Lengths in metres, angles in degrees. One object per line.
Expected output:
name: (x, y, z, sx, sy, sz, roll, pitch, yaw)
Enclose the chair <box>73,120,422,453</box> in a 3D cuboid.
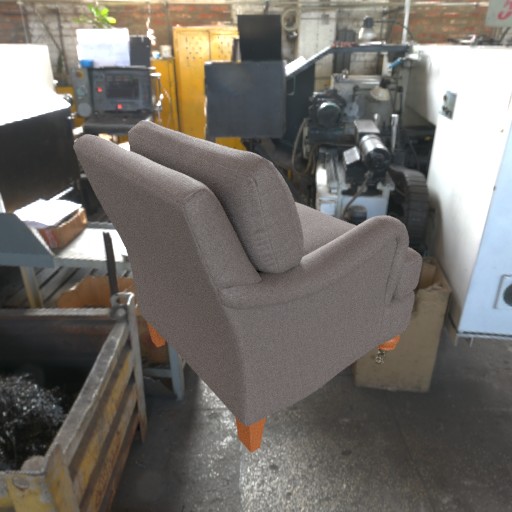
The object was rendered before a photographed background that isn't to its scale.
chair: (0.000, 0.000, 1.822, 1.070, 1.038, 0.955, -18, 31, -33)
